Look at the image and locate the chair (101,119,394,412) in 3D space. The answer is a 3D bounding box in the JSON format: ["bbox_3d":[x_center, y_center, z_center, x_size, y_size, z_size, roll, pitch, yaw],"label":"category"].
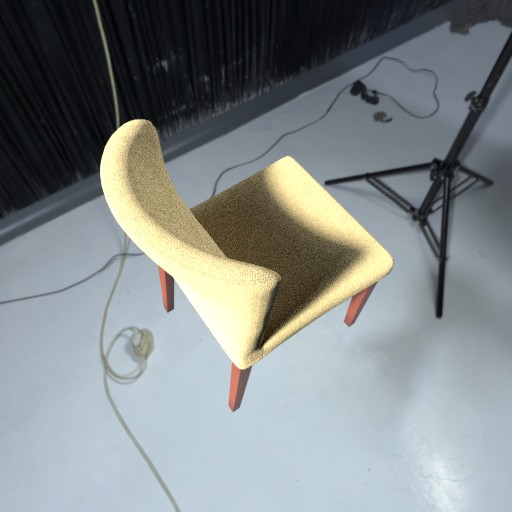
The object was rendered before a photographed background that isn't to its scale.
[{"bbox_3d":[0.000,0.000,1.199,0.589,0.839,0.491,-31,64,-17],"label":"chair"}]
